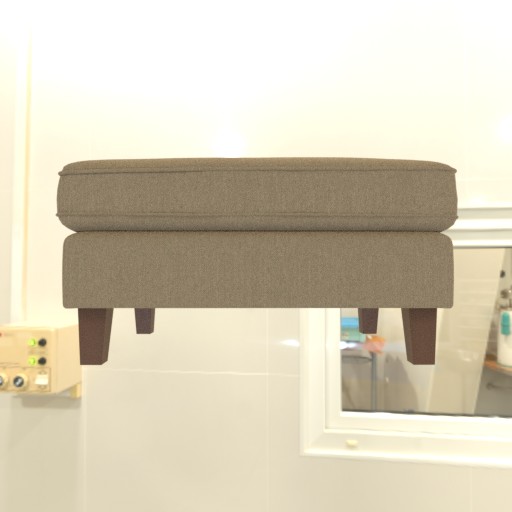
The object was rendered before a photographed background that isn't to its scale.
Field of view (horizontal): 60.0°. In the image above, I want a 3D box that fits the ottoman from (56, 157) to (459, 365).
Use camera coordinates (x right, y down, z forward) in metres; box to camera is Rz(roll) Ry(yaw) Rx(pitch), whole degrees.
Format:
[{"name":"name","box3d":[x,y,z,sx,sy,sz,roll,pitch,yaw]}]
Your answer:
[{"name":"ottoman","box3d":[0.000,0.000,1.301,0.945,0.521,0.636,0,-2,0]}]
